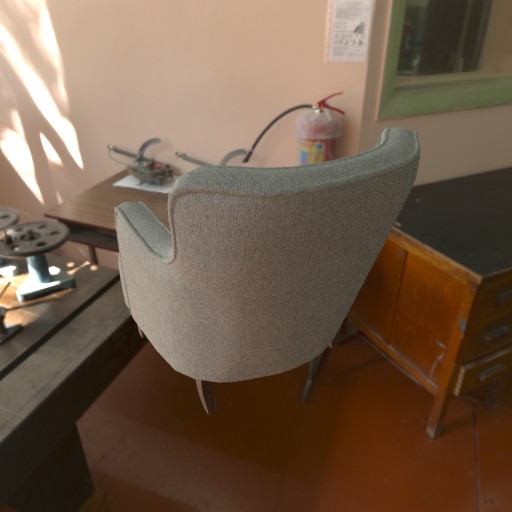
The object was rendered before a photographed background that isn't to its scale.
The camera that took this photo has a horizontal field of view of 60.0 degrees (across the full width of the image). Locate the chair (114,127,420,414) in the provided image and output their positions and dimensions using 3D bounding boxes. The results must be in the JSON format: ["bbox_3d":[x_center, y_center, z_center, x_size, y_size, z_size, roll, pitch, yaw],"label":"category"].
[{"bbox_3d":[0.000,0.000,1.565,0.820,0.920,0.910,-19,35,-30],"label":"chair"}]
